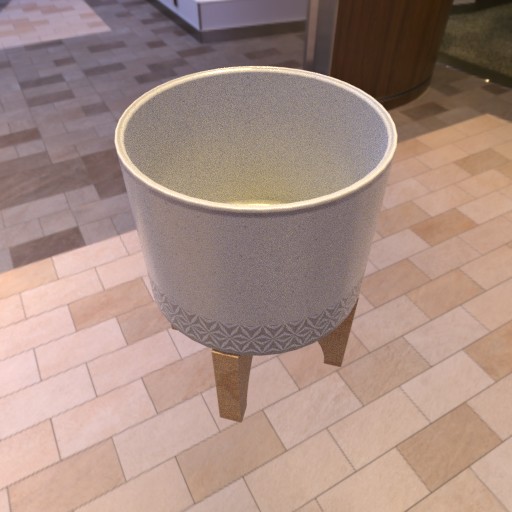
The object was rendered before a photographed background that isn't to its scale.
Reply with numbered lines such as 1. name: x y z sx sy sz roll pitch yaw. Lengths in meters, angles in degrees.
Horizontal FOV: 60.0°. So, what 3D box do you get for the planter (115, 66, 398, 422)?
1. planter: 0.000 0.000 0.270 0.130 0.178 0.130 0 45 0
